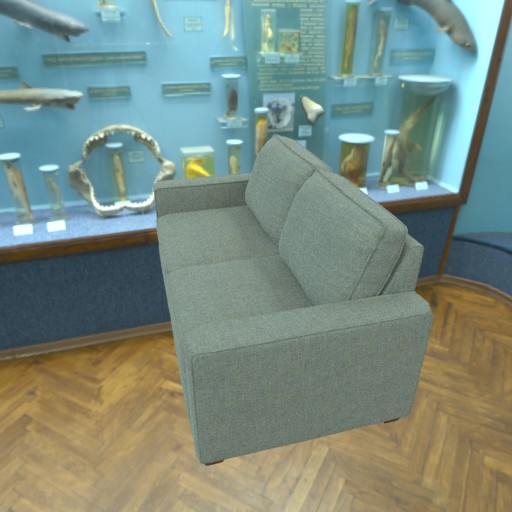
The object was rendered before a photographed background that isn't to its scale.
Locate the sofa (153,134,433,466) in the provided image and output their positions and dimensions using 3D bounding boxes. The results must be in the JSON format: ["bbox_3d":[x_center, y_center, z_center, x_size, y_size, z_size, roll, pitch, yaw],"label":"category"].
[{"bbox_3d":[0.000,0.000,2.307,0.945,0.915,1.706,-8,30,-13],"label":"sofa"}]
